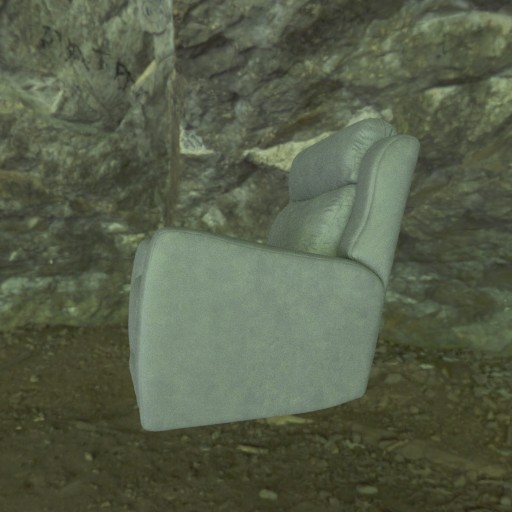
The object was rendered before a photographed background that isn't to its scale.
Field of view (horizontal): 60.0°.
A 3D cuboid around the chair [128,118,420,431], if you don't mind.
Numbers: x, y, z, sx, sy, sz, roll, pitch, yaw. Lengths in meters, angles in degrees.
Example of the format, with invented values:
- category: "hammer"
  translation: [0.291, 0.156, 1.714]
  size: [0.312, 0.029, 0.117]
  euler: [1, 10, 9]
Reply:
- category: "chair"
  translation: [0.000, 0.000, 1.940]
  size: [1.068, 1.116, 0.967]
  euler: [0, 0, -17]
